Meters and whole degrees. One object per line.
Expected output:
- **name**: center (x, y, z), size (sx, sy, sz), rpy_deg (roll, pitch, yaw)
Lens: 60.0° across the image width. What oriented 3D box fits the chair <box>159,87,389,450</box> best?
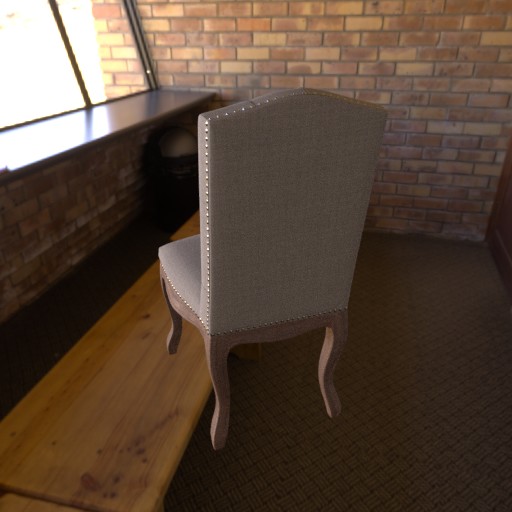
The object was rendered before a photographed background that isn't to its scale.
- **chair**: center (0.000, 0.000, 1.585), size (0.637, 1.191, 0.731), rpy_deg (-9, 28, -17)
